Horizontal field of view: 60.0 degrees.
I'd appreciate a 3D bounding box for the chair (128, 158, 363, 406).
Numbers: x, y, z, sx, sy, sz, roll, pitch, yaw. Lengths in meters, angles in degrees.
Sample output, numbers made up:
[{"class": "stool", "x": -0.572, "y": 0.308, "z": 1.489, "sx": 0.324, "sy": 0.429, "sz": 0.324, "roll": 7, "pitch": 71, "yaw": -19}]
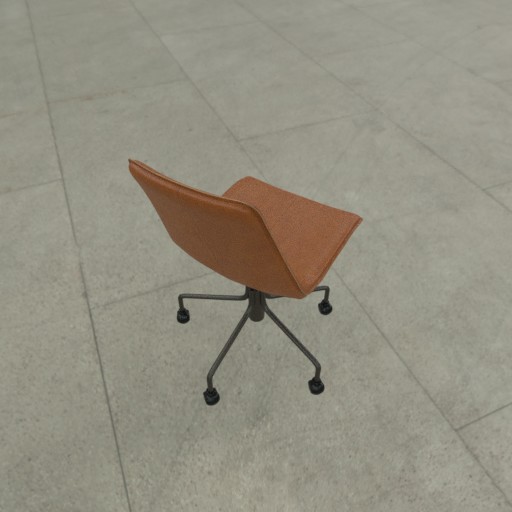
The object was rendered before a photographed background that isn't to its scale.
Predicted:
[{"class": "chair", "x": 0.000, "y": 0.000, "z": 1.411, "sx": 0.651, "sy": 0.920, "sz": 0.660, "roll": 24, "pitch": 50, "yaw": 22}]
